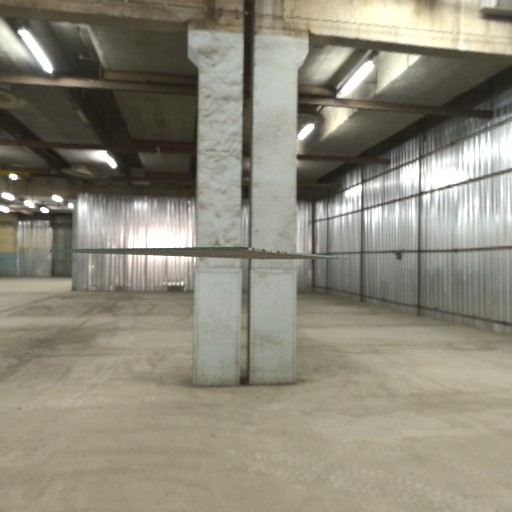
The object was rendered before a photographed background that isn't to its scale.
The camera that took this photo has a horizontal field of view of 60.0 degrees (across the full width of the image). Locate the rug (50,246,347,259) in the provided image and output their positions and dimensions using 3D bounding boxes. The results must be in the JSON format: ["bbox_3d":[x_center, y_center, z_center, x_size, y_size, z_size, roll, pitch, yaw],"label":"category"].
[{"bbox_3d":[0.000,0.000,2.648,0.744,0.010,2.441,0,-1,19],"label":"rug"}]
